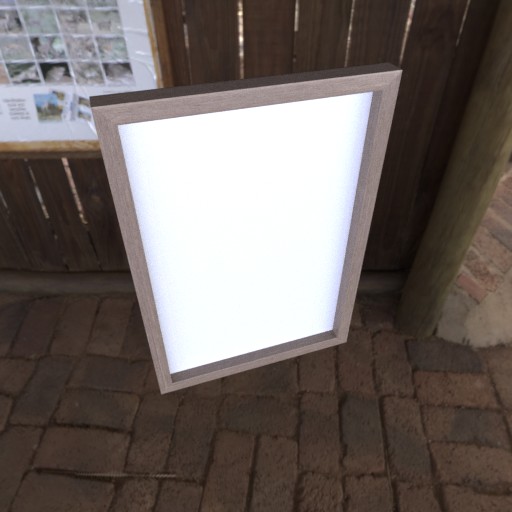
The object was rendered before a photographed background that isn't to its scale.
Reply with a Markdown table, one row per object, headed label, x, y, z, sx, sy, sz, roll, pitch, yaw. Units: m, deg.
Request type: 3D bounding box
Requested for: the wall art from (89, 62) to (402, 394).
| label | x | y | z | sx | sy | sz | roll | pitch | yaw |
| --- | --- | --- | --- | --- | --- | --- | --- | --- | --- |
| wall art | 0.000 | 0.000 | 0.661 | 0.358 | 0.510 | 0.032 | -12 | 42 | -14 |
